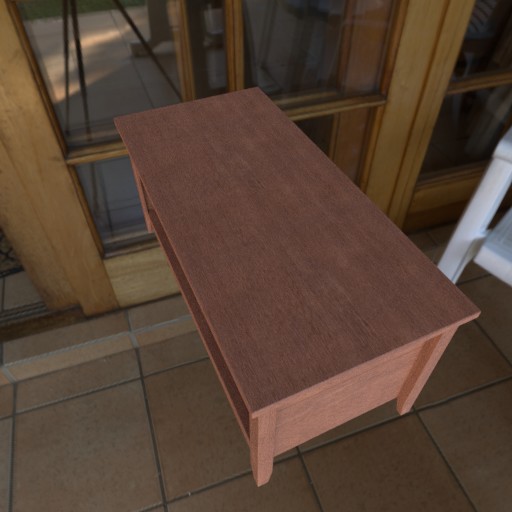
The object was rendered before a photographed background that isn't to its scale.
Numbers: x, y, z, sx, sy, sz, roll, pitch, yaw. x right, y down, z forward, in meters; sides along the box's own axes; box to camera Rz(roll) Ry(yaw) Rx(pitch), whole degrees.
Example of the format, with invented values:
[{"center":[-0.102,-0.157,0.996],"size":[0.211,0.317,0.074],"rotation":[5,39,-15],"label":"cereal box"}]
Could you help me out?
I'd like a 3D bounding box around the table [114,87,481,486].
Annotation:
[{"center":[0.000,0.000,1.261],"size":[0.483,0.457,1.016],"rotation":[-19,50,-17],"label":"table"}]
